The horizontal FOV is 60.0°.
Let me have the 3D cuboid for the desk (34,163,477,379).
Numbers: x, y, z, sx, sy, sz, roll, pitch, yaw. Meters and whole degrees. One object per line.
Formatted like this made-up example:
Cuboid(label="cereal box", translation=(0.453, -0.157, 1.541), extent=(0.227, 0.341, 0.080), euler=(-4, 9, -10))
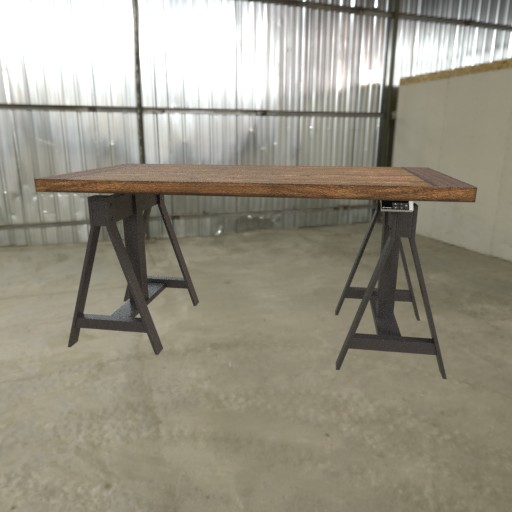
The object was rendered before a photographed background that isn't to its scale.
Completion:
Cuboid(label="desk", translation=(0.000, 0.000, 1.953), extent=(1.543, 0.725, 0.784), euler=(3, 16, 9))
